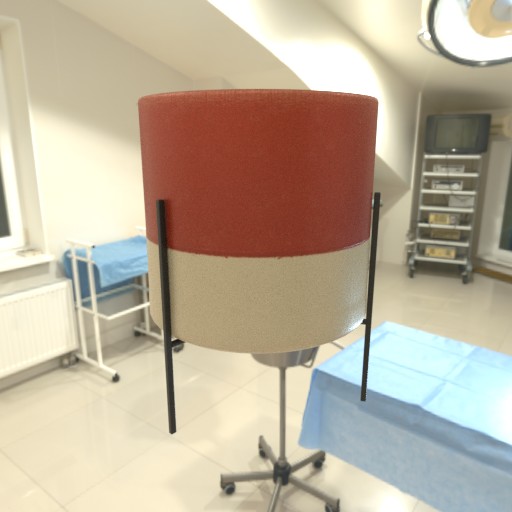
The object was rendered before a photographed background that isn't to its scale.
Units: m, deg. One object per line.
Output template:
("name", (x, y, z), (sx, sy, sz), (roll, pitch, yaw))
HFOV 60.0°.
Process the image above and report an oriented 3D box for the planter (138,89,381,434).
("planter", (0.000, 0.000, 0.703), (0.345, 0.465, 0.354), (14, 20, 43))
